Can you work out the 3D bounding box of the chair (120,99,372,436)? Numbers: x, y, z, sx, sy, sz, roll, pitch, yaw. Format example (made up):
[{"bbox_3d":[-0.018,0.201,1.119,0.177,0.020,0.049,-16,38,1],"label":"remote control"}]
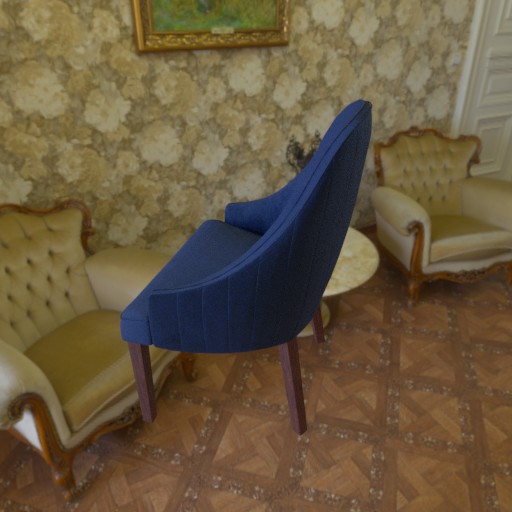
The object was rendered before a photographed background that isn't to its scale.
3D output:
[{"bbox_3d":[0.000,0.000,1.313,0.575,0.889,0.643,7,29,13],"label":"chair"}]
